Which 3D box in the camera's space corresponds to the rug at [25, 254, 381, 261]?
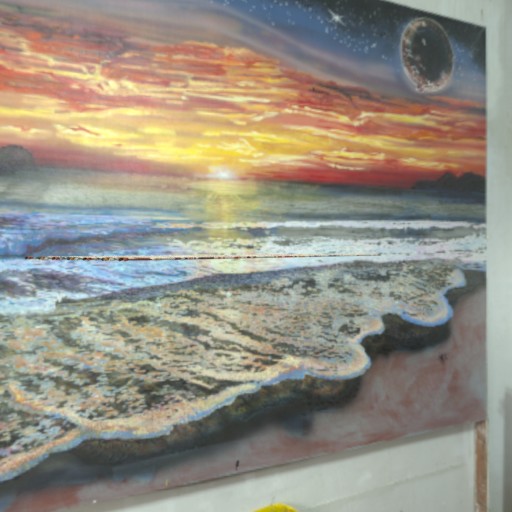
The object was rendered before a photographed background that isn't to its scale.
[{"bbox_3d":[0.000,0.000,2.933,0.763,0.015,2.682,0,1,35],"label":"rug"}]
